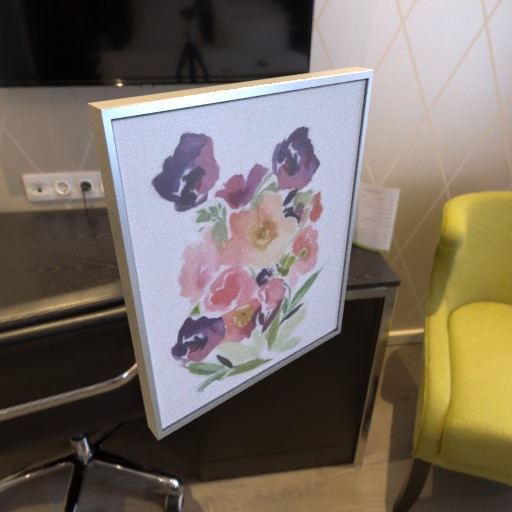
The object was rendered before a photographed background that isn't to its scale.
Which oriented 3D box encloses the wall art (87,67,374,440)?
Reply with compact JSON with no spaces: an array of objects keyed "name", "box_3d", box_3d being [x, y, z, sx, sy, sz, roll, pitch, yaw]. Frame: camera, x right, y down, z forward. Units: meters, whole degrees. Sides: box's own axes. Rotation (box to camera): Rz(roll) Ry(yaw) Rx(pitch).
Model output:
[{"name":"wall art","box_3d":[0.000,0.000,0.746,0.452,0.549,0.038,-22,37,-32]}]
